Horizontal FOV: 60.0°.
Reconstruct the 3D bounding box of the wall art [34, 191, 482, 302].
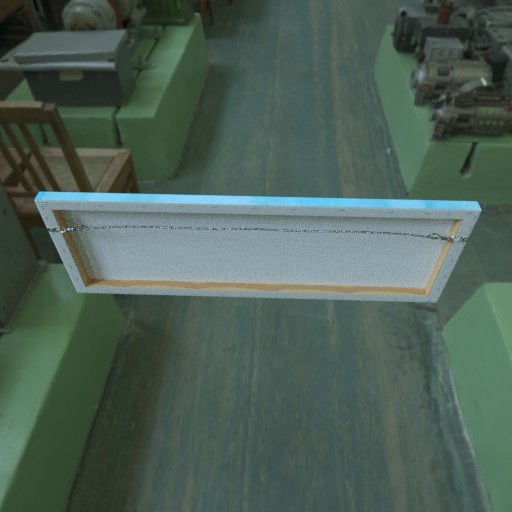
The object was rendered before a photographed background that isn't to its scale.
[{"bbox_3d":[0.000,0.000,0.840,0.759,0.254,0.044,1,47,1],"label":"wall art"}]
